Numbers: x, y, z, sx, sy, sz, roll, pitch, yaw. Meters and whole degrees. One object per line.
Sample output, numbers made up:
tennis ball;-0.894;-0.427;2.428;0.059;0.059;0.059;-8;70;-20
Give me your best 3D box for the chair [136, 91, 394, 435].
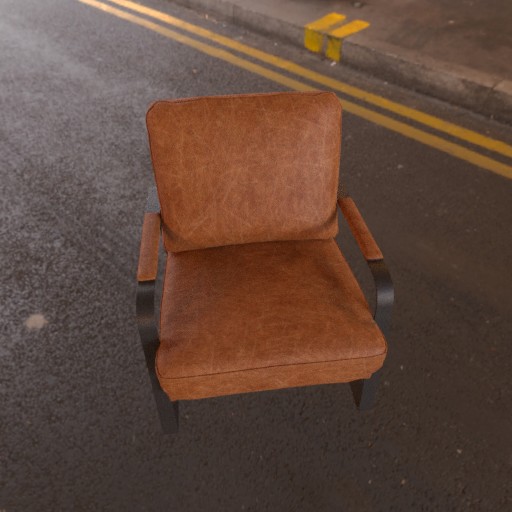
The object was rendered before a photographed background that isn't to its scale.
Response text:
chair;0.000;0.000;1.334;0.651;0.777;0.801;-5;46;-5
